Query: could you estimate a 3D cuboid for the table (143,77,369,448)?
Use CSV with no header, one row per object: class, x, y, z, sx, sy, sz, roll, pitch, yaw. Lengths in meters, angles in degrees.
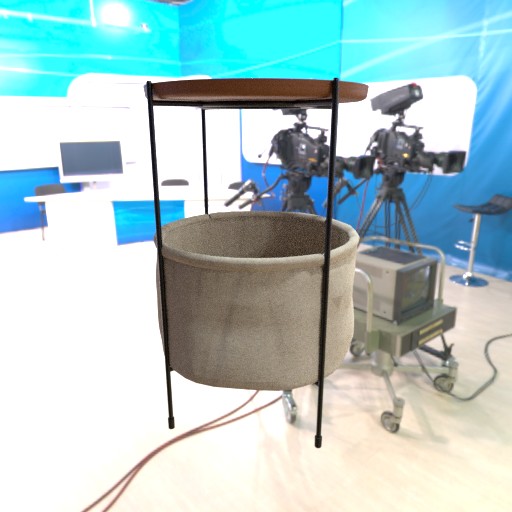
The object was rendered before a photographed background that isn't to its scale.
table,0.000,0.000,0.869,0.393,0.623,0.393,3,17,10
